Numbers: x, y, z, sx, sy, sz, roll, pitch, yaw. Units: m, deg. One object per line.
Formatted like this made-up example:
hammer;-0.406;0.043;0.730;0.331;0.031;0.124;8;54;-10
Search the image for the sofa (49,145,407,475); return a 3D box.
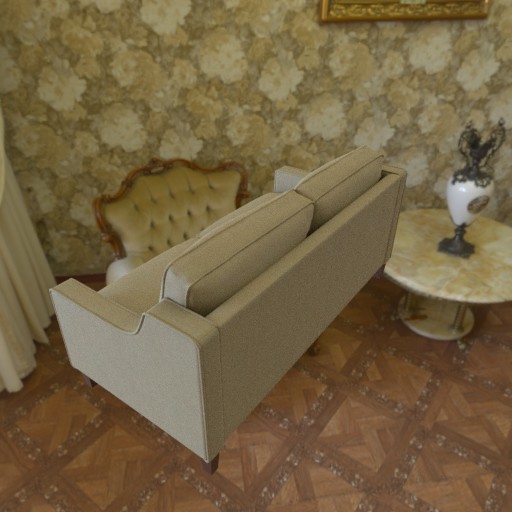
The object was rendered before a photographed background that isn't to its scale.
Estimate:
sofa;0.000;0.000;2.812;1.066;1.071;2.178;21;37;30
